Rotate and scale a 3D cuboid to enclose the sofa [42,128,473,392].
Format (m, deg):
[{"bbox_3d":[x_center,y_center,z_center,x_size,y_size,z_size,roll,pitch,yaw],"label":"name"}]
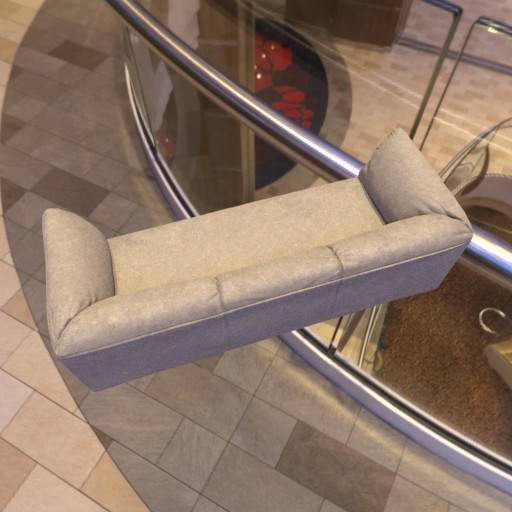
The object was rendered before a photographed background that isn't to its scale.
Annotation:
[{"bbox_3d":[0.000,0.000,2.664,2.238,0.758,0.899,-15,58,-10],"label":"sofa"}]
